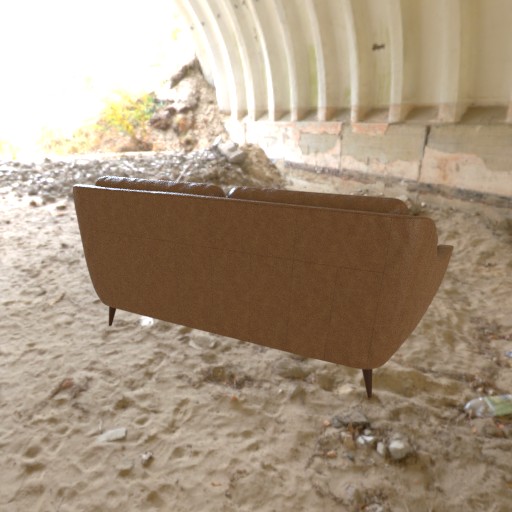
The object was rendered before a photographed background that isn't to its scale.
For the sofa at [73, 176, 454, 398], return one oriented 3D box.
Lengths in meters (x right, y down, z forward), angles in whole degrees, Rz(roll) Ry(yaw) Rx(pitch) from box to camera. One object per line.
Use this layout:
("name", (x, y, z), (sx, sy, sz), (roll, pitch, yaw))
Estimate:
("sofa", (0.000, 0.000, 2.409), (1.902, 0.839, 0.904), (9, 19, 26))
